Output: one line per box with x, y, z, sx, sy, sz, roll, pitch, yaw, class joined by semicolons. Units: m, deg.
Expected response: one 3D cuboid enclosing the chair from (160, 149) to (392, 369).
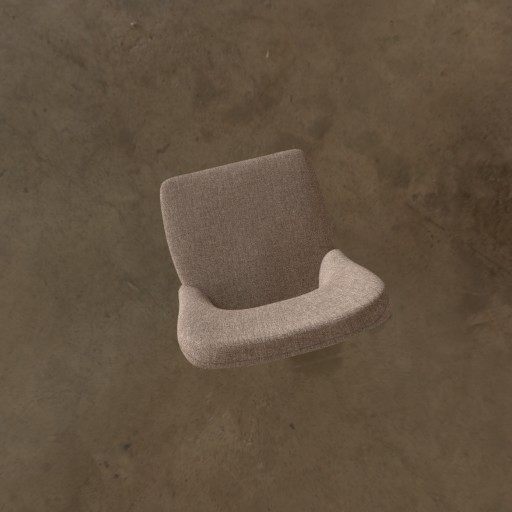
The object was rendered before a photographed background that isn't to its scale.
0.000;0.000;1.267;0.470;0.931;0.612;-14;75;-4;chair
